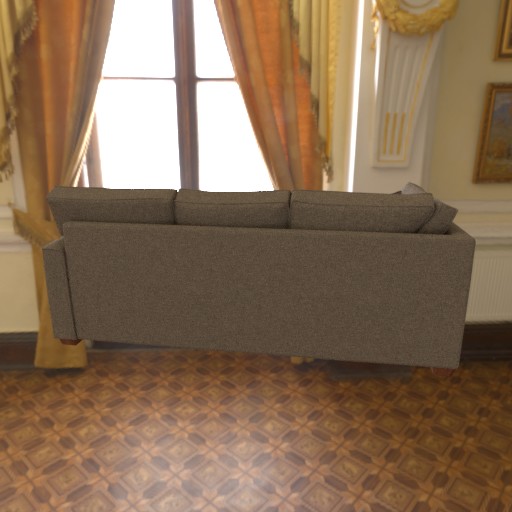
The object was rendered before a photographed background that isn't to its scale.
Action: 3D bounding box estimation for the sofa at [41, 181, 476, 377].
[{"bbox_3d":[0.000,0.000,2.858,2.317,0.962,1.061,3,16,9],"label":"sofa"}]
